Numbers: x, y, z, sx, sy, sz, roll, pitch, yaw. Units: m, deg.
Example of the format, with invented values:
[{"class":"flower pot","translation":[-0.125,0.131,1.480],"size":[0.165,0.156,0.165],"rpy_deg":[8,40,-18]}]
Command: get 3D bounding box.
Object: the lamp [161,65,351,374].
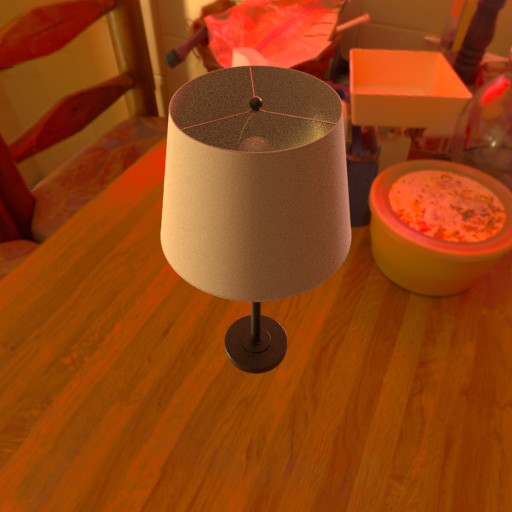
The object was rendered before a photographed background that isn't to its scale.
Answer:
[{"class":"lamp","translation":[0.000,0.000,0.915],"size":[0.363,0.696,0.363],"rpy_deg":[0,47,0]}]
